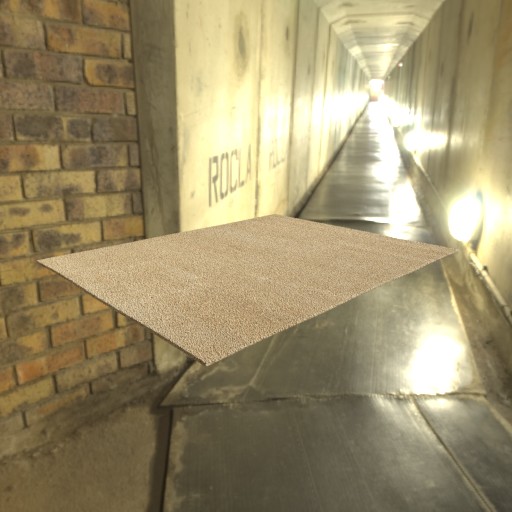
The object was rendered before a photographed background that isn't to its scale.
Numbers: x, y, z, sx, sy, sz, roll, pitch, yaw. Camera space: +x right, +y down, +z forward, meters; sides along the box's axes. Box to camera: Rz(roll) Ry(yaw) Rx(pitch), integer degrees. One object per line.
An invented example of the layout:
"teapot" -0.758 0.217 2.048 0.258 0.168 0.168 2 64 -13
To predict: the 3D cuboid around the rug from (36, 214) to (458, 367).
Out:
"rug" 0.000 0.000 4.024 3.000 0.025 2.400 -15 22 -42
